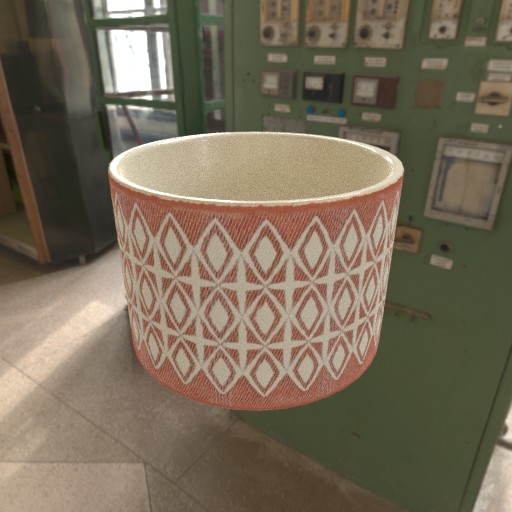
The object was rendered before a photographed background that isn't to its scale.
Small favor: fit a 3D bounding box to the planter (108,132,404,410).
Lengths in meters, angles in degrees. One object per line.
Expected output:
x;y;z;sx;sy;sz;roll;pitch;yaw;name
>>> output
0.000;0.000;0.331;0.192;0.148;0.192;0;26;0;planter
